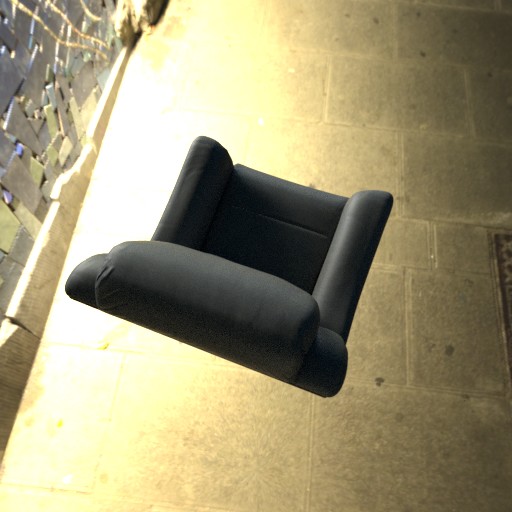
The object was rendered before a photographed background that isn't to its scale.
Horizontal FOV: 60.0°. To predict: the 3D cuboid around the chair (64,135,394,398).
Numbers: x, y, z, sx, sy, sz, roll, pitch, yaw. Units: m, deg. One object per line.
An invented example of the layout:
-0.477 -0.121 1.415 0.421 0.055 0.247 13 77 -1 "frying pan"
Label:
0.000 0.000 1.886 0.965 1.116 1.068 19 66 9 "chair"
